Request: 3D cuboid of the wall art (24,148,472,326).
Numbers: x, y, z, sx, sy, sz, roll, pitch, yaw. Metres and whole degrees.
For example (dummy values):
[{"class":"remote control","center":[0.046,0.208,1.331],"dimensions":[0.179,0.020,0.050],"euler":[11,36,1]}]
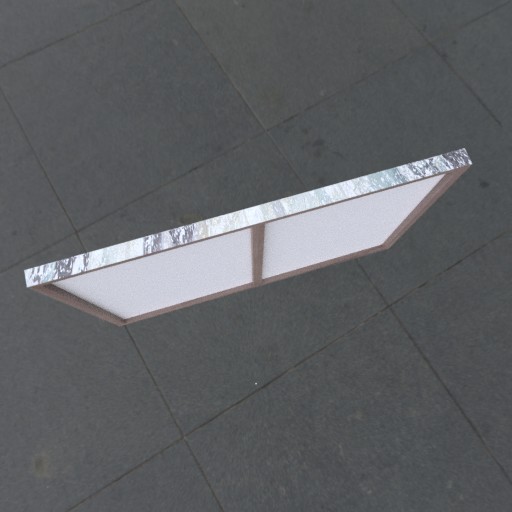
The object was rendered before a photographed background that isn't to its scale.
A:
[{"class":"wall art","center":[0.000,0.000,1.171],"dimensions":[0.919,0.598,0.038],"euler":[-16,75,-4]}]
